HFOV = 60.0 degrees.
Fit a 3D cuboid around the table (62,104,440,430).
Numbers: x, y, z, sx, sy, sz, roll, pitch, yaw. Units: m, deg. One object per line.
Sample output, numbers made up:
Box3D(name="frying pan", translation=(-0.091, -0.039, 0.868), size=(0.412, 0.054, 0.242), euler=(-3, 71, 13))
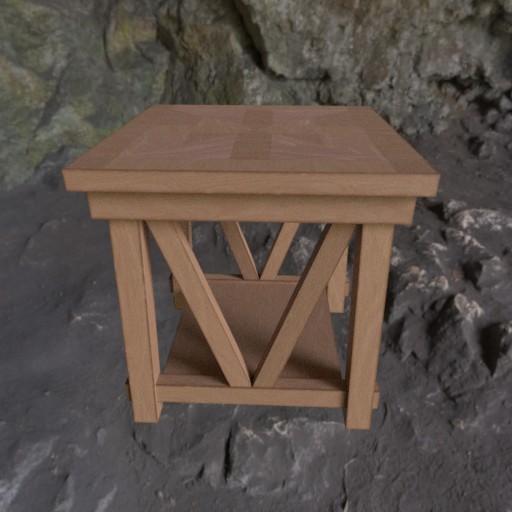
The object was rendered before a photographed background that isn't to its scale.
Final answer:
Box3D(name="table", translation=(0.000, 0.000, 1.133), size=(0.612, 0.638, 0.610), euler=(1, 28, 2))
